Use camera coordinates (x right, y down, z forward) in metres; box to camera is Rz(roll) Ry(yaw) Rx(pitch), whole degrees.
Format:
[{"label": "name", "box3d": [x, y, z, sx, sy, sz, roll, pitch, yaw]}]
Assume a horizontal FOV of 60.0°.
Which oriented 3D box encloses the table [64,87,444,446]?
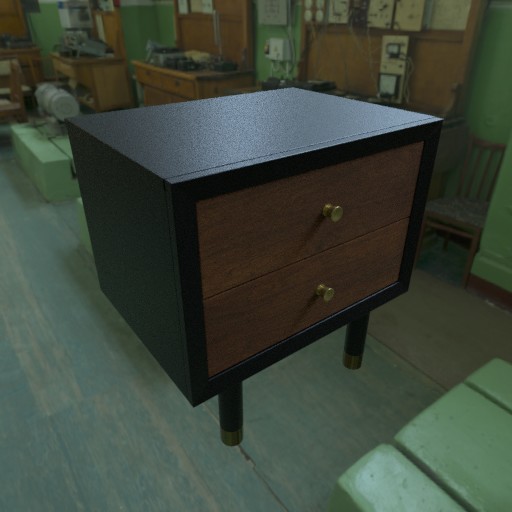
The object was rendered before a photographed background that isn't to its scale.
[{"label": "table", "box3d": [0.000, 0.000, 0.964, 0.564, 0.584, 0.441, -20, 36, -31]}]
